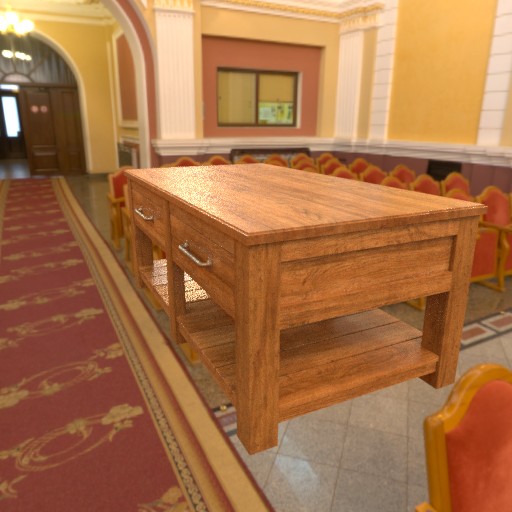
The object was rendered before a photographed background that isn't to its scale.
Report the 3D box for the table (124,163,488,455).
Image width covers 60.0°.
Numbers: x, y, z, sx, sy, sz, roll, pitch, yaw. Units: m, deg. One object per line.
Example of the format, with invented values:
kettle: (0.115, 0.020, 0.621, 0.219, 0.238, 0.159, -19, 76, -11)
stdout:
table: (0.000, 0.000, 1.459, 0.635, 0.480, 1.150, -8, 19, -25)
